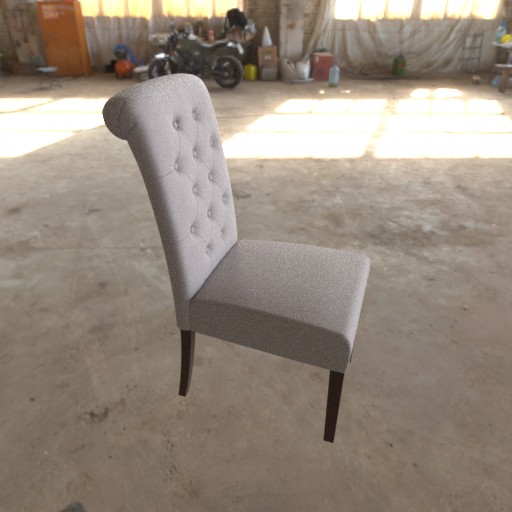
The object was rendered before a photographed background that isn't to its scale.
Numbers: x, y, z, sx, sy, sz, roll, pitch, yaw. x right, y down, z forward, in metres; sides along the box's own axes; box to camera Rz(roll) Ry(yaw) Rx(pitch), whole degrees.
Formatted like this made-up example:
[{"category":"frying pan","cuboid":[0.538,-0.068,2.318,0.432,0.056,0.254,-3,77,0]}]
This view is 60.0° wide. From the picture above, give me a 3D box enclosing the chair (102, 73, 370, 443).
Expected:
[{"category":"chair","cuboid":[0.000,0.000,1.373,0.671,1.006,0.456,10,32,16]}]
